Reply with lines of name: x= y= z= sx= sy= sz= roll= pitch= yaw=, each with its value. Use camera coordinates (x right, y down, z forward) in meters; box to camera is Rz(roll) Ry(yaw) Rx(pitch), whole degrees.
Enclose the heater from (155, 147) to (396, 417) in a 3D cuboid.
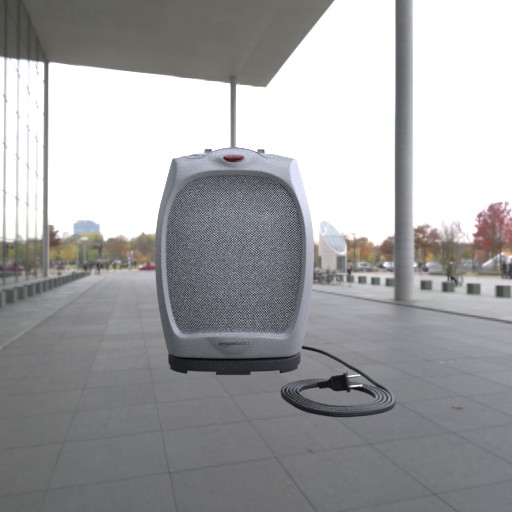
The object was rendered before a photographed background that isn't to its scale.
heater: x=0.000 y=0.000 z=0.485 sx=0.239 sy=0.255 sz=0.291 roll=0 pitch=-1 yaw=-1
